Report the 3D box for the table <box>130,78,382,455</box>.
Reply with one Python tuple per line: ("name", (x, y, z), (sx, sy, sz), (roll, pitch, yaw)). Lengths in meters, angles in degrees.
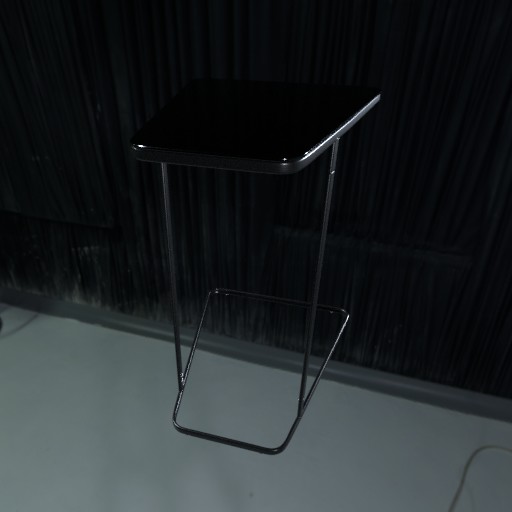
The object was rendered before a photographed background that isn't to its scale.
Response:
("table", (0.000, 0.000, 0.958), (0.427, 0.624, 0.500), (8, 33, 13))
